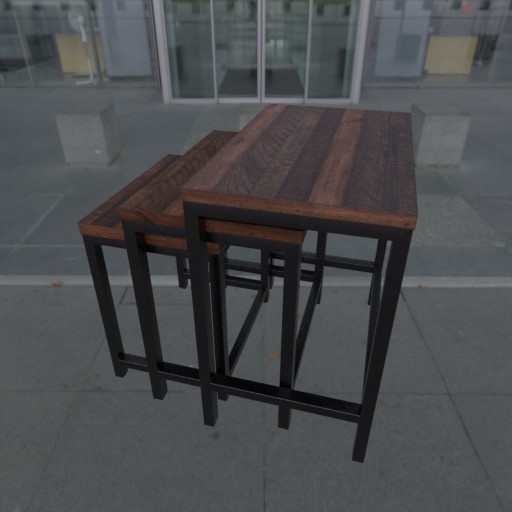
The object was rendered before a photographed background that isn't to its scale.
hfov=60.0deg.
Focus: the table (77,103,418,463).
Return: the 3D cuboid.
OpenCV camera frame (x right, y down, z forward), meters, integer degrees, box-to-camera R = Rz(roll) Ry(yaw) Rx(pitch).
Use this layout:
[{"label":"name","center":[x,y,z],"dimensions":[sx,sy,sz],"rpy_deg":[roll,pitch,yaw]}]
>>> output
[{"label":"table","center":[0.000,0.000,1.132],"dimensions":[0.660,0.616,0.608],"rpy_deg":[8,33,13]}]
